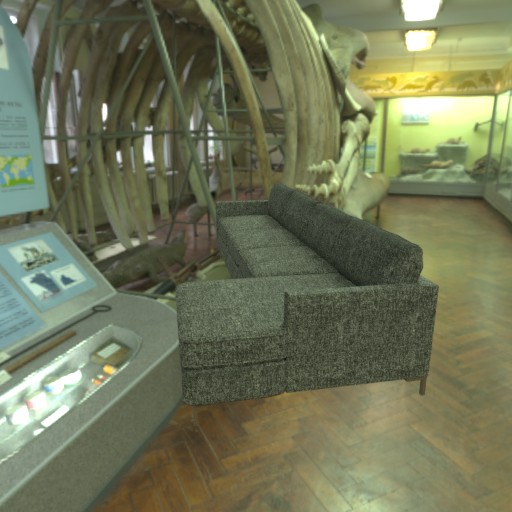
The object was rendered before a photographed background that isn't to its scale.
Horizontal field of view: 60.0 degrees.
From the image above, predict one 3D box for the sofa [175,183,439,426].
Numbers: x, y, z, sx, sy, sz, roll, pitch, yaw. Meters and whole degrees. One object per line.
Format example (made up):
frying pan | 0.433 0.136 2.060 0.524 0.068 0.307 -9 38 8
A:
sofa | 0.000 0.000 4.033 1.488 0.970 3.384 -3 16 -11
